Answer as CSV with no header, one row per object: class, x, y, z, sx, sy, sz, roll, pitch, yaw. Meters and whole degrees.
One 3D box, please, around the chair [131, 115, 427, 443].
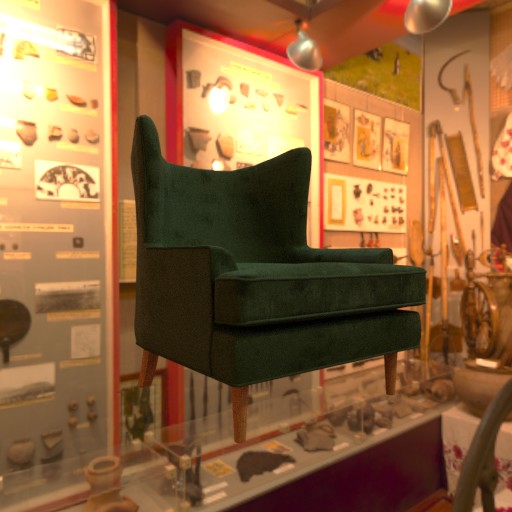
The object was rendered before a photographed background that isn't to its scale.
chair,0.000,0.000,1.610,0.793,0.952,0.910,0,0,-37
